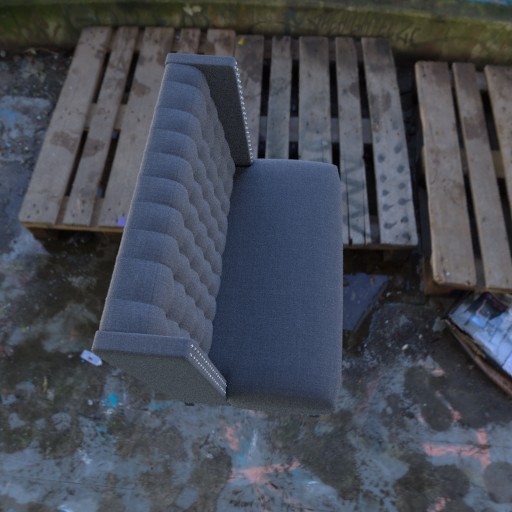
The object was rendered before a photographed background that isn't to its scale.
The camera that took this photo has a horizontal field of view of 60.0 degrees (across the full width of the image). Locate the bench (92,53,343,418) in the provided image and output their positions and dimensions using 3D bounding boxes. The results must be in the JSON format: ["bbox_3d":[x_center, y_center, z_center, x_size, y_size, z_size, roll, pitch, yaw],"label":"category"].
[{"bbox_3d":[0.000,0.000,2.028,0.842,1.121,1.276,5,63,2],"label":"bench"}]
